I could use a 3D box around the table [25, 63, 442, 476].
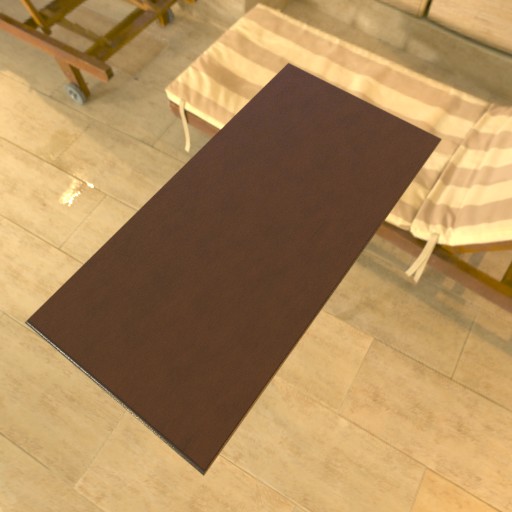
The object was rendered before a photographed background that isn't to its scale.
[{"bbox_3d":[0.000,0.000,1.475,0.594,0.459,1.197,33,68,16],"label":"table"}]
